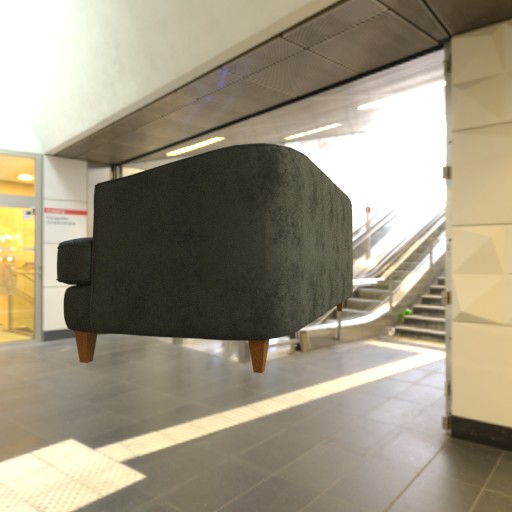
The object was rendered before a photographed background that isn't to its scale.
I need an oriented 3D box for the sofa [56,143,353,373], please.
[{"bbox_3d":[0.000,0.000,2.656,0.941,0.855,2.278,0,0,19],"label":"sofa"}]
